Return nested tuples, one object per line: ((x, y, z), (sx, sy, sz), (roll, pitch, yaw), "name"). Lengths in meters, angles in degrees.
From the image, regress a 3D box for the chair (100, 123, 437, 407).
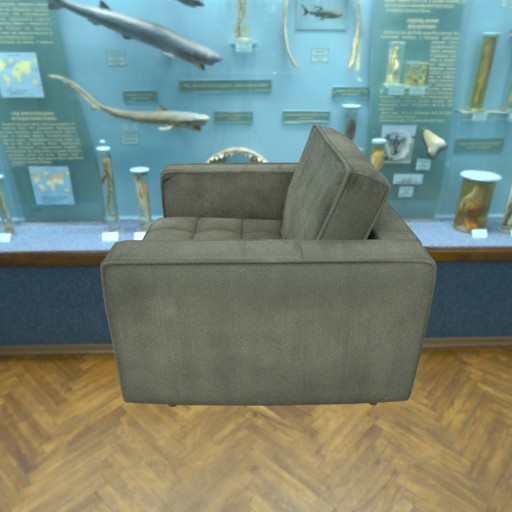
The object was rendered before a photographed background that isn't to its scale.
((0.000, 0.000, 1.492), (0.843, 0.773, 0.928), (0, 26, -1), "chair")
